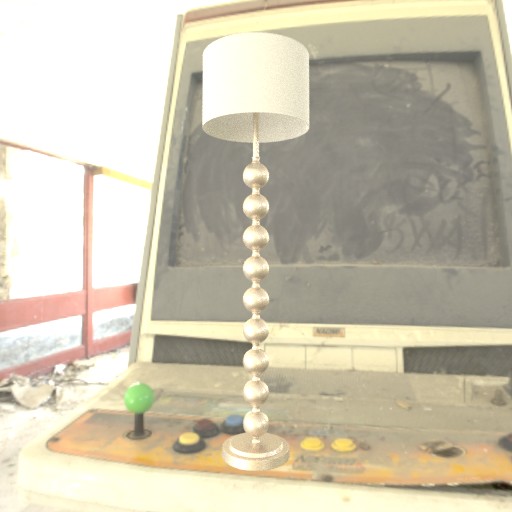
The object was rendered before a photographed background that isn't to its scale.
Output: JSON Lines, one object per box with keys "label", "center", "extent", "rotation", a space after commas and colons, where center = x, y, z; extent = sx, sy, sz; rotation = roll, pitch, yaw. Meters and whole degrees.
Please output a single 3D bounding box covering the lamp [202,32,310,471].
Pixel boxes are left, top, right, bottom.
{"label": "lamp", "center": [0.000, 0.000, 1.644], "extent": [0.394, 1.474, 0.394], "rotation": [0, 0, 36]}
